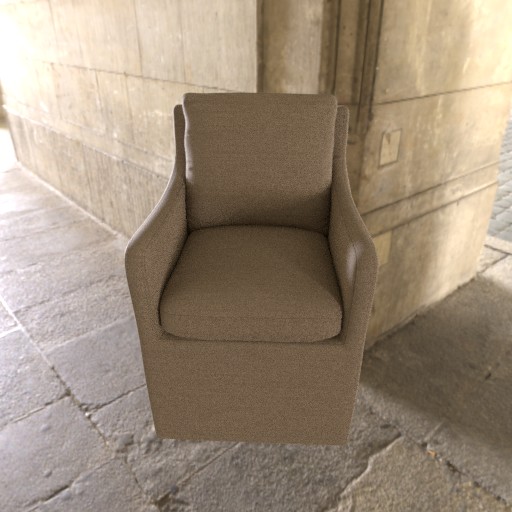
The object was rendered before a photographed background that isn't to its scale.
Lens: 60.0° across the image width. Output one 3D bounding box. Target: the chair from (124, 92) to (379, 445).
[{"bbox_3d":[0.000,0.000,1.387,0.626,0.914,0.694,1,27,2],"label":"chair"}]
